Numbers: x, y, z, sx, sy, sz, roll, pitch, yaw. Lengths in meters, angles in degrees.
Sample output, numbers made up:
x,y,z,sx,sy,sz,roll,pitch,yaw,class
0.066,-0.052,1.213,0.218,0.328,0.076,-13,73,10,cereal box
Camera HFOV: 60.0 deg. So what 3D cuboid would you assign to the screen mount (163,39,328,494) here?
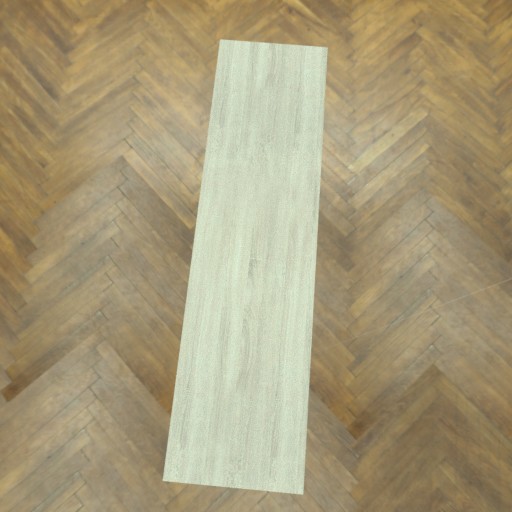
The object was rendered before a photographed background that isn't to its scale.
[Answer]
x,y,z,sx,sy,sz,roll,pitch,yaw,class
0.000,0.000,1.694,0.400,0.510,1.500,5,75,1,screen mount
